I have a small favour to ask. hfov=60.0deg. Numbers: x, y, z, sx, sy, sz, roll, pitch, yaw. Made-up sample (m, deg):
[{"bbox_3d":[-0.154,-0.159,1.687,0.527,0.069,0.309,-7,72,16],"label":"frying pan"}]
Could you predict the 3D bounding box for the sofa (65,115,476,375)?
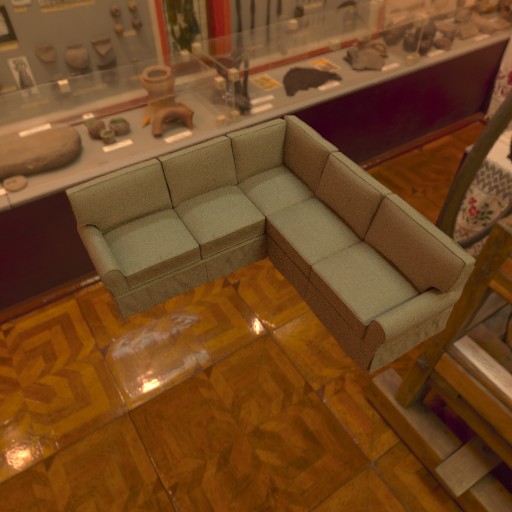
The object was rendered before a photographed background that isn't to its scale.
[{"bbox_3d":[0.000,0.000,4.065,2.618,1.081,2.623,-24,52,-21],"label":"sofa"}]
